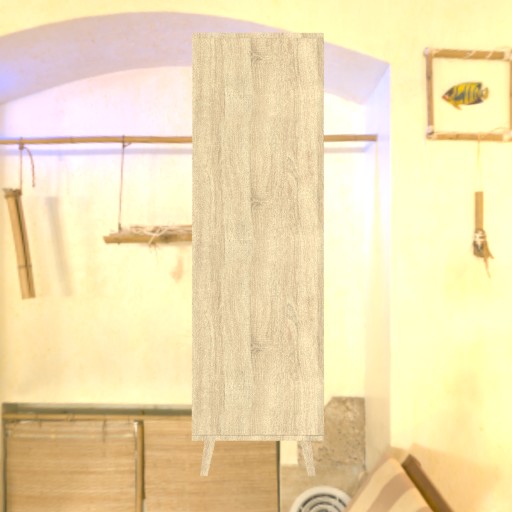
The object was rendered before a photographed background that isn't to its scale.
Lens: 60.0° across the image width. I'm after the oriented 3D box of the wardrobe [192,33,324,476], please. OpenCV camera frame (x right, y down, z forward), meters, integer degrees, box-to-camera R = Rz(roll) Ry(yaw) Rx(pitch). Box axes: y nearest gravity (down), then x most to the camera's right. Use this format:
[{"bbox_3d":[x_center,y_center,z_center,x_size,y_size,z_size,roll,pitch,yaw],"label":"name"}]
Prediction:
[{"bbox_3d":[0.000,0.000,2.446,0.600,1.960,1.000,0,0,0],"label":"wardrobe"}]
